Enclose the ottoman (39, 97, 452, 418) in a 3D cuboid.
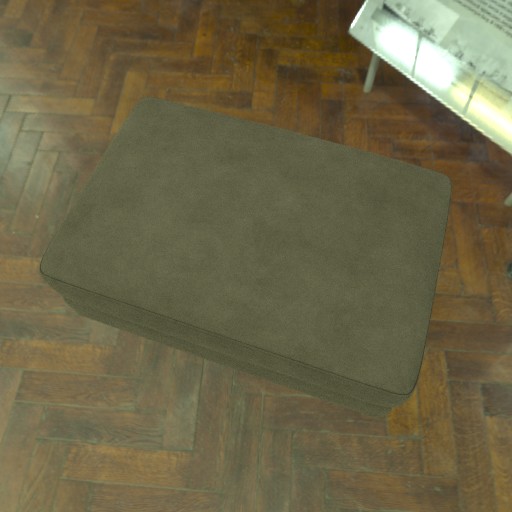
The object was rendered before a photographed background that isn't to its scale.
[{"bbox_3d":[0.000,0.000,1.186,0.864,0.483,0.584,17,65,8],"label":"ottoman"}]
